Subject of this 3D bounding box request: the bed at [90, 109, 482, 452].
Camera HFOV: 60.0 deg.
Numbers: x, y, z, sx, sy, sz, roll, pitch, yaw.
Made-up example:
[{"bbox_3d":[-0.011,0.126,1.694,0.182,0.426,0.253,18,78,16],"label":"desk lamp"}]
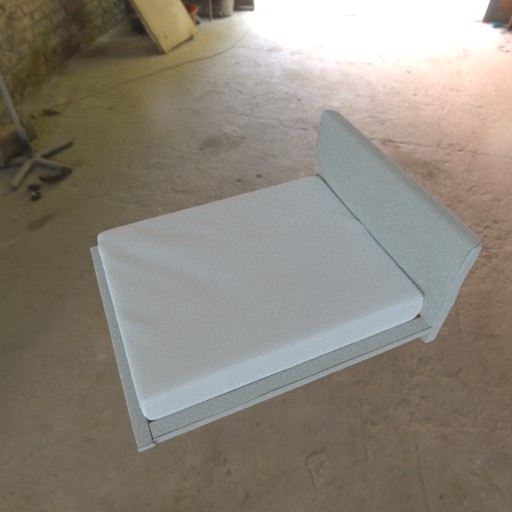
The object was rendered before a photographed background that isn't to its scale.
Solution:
[{"bbox_3d":[0.000,0.000,3.558,2.498,1.126,1.980,-17,49,-16],"label":"bed"}]
